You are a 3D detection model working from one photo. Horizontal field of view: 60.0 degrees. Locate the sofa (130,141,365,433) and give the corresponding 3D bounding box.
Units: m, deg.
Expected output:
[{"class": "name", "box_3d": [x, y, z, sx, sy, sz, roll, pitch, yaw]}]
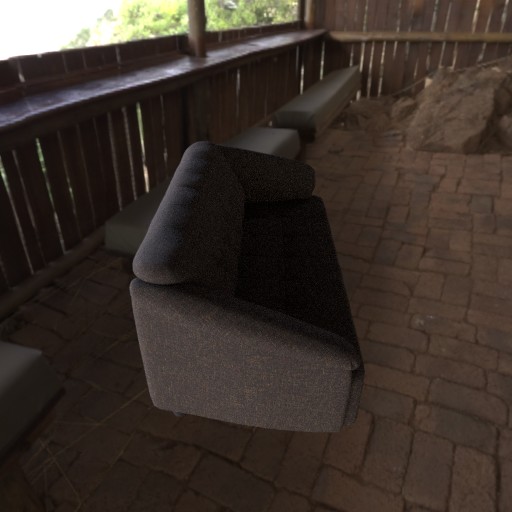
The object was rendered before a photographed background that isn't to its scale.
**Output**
[{"class": "sofa", "box_3d": [0.000, 0.000, 2.333, 0.887, 0.790, 1.849, 1, 32, 1]}]
